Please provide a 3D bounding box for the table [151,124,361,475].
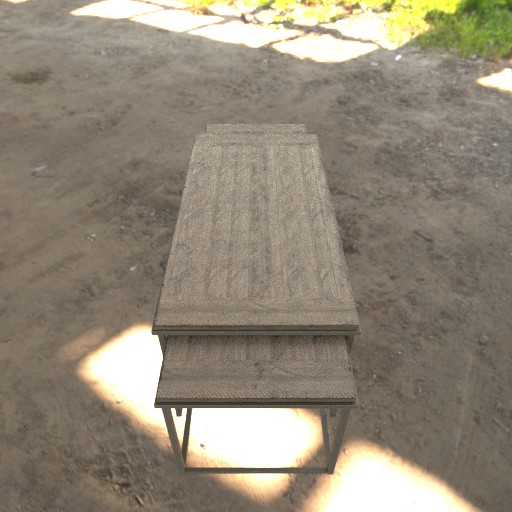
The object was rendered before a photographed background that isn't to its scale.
[{"bbox_3d":[0.000,0.000,1.528,0.489,0.427,1.312,0,42,0],"label":"table"}]
